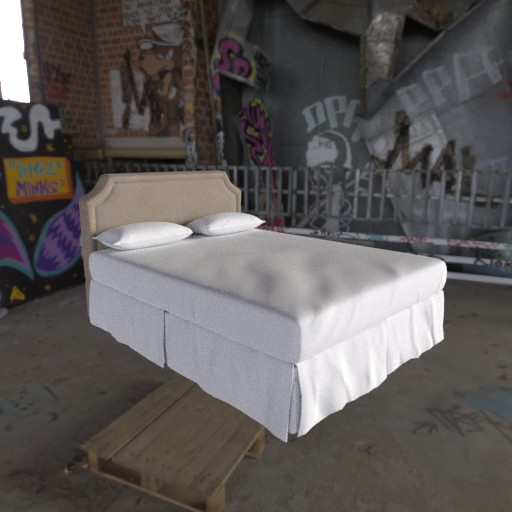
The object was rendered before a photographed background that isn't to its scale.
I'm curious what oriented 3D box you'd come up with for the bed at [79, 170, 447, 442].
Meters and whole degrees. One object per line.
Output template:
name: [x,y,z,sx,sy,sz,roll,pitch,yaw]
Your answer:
bed: [0.000,0.000,3.641,2.498,1.293,1.977,12,18,43]
